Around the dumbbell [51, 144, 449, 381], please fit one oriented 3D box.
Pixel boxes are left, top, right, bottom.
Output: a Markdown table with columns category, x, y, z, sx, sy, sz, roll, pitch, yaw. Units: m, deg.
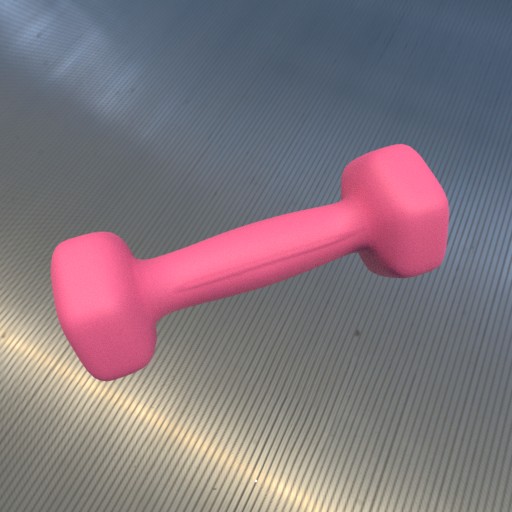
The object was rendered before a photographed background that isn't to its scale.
| category | x | y | z | sx | sy | sz | roll | pitch | yaw |
| --- | --- | --- | --- | --- | --- | --- | --- | --- | --- |
| dumbbell | 0.000 | 0.000 | 0.174 | 0.146 | 0.053 | 0.058 | -17 | 64 | -8 |
